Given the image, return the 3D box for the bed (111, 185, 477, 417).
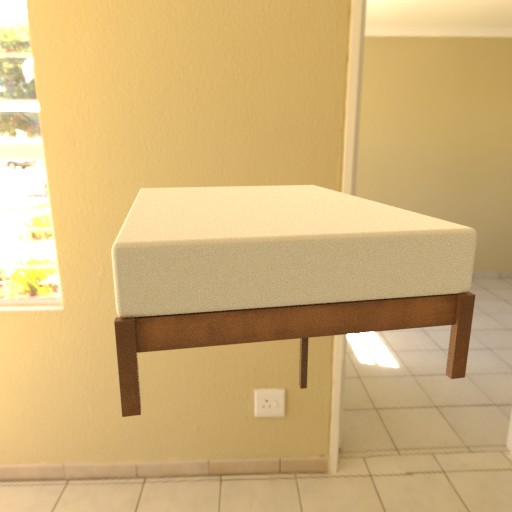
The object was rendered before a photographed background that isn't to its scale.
[{"bbox_3d":[0.000,0.000,2.519,1.348,0.616,1.927,-3,14,-11],"label":"bed"}]
